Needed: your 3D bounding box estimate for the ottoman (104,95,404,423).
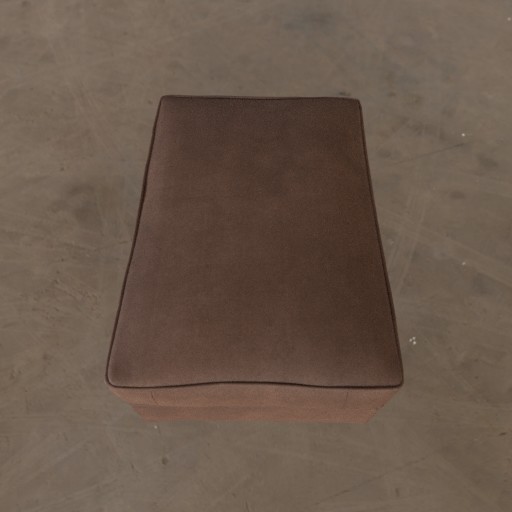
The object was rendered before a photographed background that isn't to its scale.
[{"bbox_3d":[0.000,0.000,1.218,0.596,0.481,0.860,1,58,0],"label":"ottoman"}]
